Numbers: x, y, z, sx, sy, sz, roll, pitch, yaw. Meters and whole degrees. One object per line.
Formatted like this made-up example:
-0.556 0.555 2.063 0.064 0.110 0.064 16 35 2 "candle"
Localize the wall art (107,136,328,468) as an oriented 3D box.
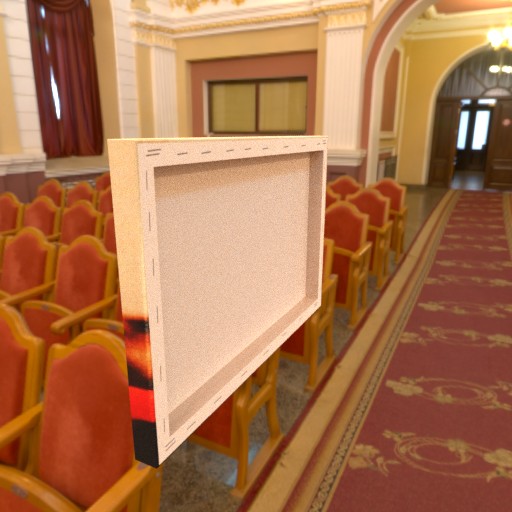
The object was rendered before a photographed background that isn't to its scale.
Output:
0.000 0.000 0.775 0.040 0.402 0.613 8 17 26 "wall art"
